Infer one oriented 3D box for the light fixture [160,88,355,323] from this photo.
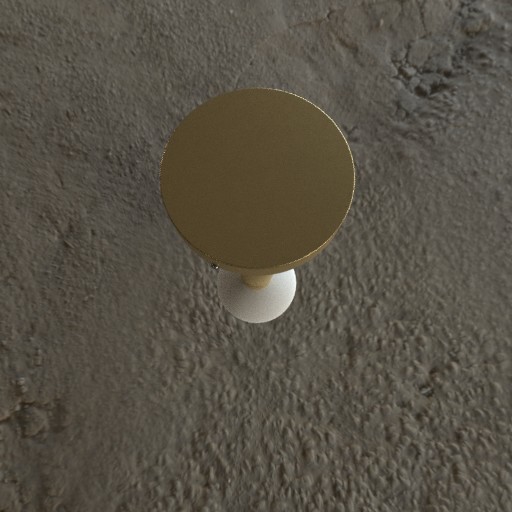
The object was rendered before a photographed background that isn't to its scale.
[{"bbox_3d":[0.000,0.000,0.572,0.146,0.510,0.147,35,79,8],"label":"light fixture"}]
